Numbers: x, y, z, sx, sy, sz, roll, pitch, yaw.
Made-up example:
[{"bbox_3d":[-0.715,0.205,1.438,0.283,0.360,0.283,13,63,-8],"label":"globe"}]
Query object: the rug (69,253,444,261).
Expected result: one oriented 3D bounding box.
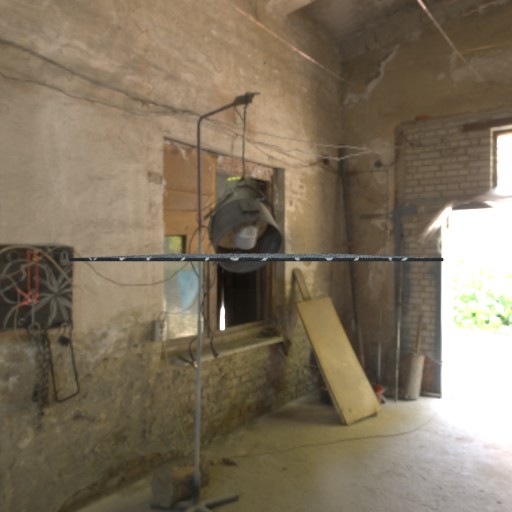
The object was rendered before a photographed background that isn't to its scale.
[{"bbox_3d":[0.000,0.000,2.341,1.223,0.013,1.830,0,1,0],"label":"rug"}]
